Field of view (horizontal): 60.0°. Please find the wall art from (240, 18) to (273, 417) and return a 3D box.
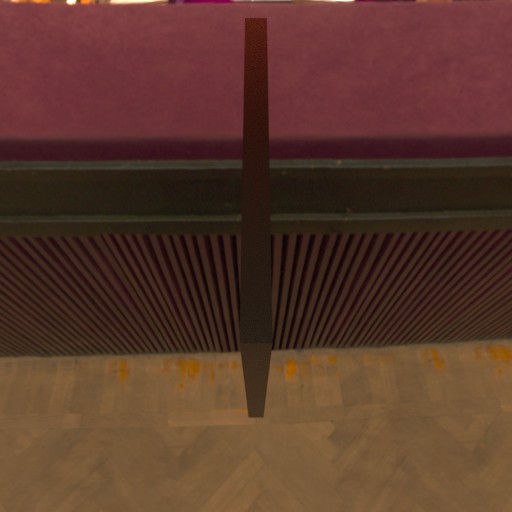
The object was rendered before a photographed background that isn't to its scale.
[{"bbox_3d":[0.000,0.000,0.763,0.031,0.558,0.461,0,63,0],"label":"wall art"}]
